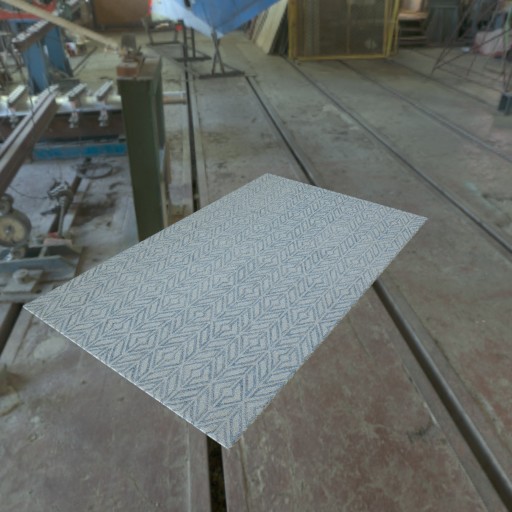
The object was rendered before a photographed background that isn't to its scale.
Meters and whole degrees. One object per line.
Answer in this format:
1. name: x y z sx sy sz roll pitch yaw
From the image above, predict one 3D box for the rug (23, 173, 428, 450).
1. rug: 0.000 0.000 2.989 1.526 0.008 2.441 22 39 30
